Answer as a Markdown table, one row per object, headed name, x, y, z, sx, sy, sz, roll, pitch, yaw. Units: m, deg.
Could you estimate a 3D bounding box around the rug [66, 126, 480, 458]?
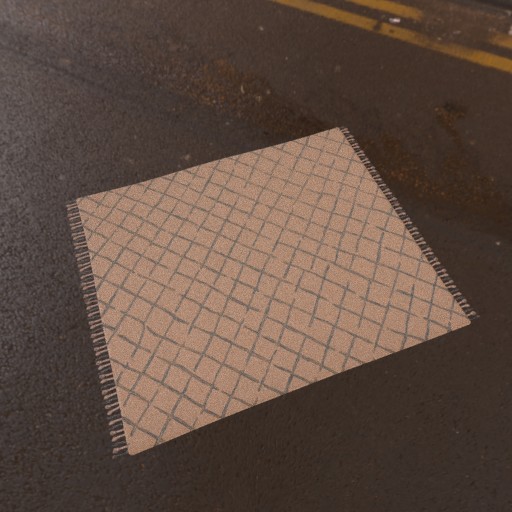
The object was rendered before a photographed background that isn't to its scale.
| name | x | y | z | sx | sy | sz | roll | pitch | yaw |
| --- | --- | --- | --- | --- | --- | --- | --- | --- | --- |
| rug | 0.000 | 0.000 | 4.671 | 3.585 | 0.036 | 2.892 | -18 | 60 | -11 |
